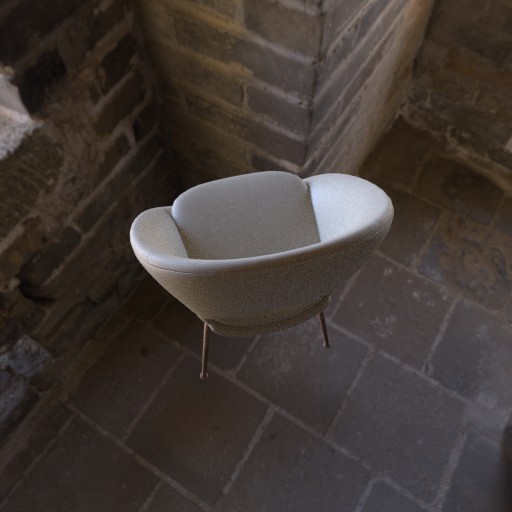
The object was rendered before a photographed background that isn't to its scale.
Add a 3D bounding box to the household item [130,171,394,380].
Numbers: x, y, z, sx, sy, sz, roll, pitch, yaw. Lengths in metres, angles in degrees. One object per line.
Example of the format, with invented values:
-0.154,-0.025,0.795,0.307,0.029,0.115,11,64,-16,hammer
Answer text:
0.000,0.000,1.284,0.623,0.852,0.573,-13,60,-7,household item
